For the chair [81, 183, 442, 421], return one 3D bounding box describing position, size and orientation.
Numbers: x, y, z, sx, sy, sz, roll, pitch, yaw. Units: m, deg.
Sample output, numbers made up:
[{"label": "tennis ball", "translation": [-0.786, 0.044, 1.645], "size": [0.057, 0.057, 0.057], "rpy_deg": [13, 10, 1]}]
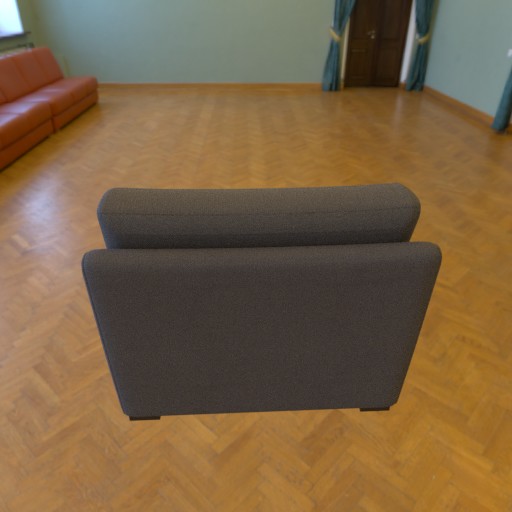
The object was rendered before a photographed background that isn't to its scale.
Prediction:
[{"label": "chair", "translation": [0.000, 0.000, 1.958], "size": [1.168, 0.940, 1.143], "rpy_deg": [-1, 30, -2]}]
